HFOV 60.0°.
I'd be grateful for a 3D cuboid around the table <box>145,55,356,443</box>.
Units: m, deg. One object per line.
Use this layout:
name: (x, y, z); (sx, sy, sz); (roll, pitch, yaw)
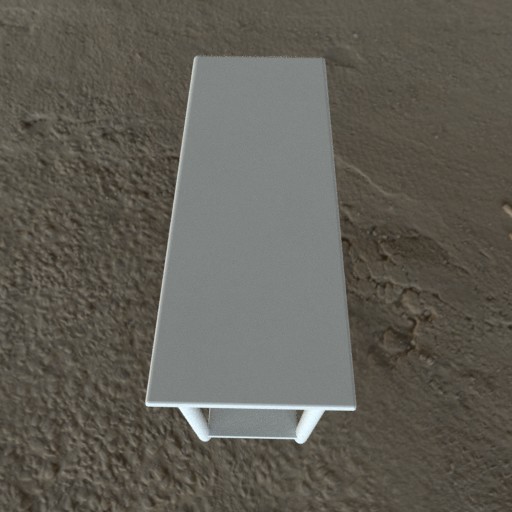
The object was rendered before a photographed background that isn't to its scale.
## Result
table: (0.000, 0.000, 1.552); (0.459, 0.740, 1.184); (1, 59, 1)
